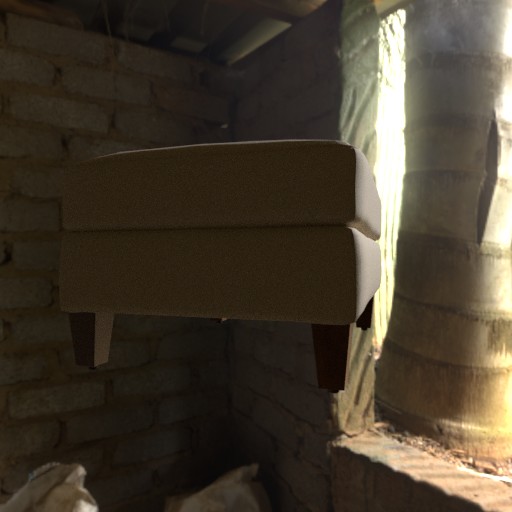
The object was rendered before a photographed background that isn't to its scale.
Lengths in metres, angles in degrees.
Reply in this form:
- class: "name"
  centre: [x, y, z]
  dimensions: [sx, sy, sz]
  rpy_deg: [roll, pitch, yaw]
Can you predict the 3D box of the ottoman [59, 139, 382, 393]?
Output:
- class: "ottoman"
  centre: [0.000, 0.000, 1.202]
  dimensions: [0.634, 0.485, 0.818]
  rpy_deg: [0, 0, 18]
